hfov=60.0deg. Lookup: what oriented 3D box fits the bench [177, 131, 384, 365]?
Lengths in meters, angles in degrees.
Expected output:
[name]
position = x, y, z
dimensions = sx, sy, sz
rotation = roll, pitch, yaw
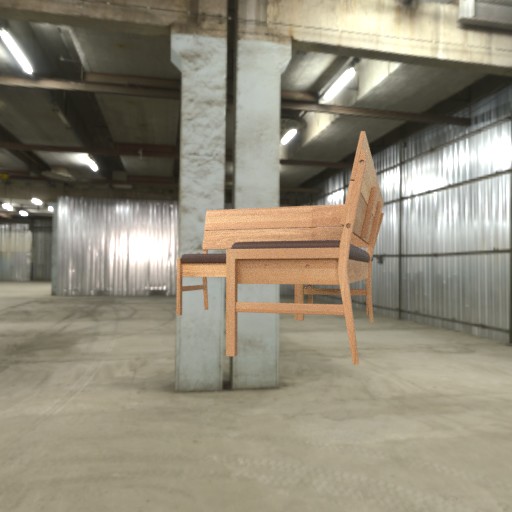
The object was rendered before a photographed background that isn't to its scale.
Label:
[bench]
position = 0.000, 0.000, 2.840
dimensions = 1.549, 0.890, 1.975
rotation = -1, -2, 17
